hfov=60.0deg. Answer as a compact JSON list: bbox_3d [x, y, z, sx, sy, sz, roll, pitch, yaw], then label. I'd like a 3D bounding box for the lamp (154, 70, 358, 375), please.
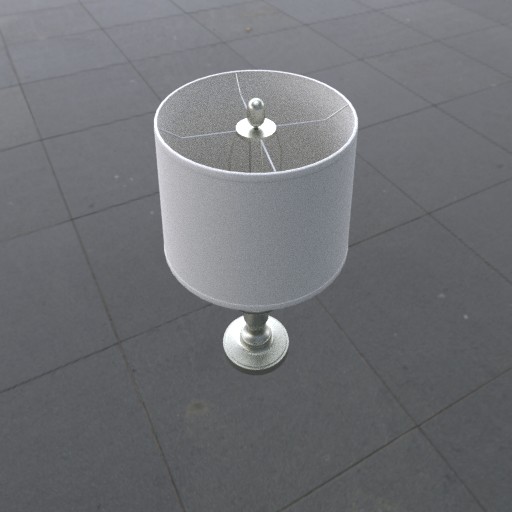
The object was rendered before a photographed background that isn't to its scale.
[{"bbox_3d":[0.000,0.000,0.976,0.383,0.733,0.383,0,47,0],"label":"lamp"}]
